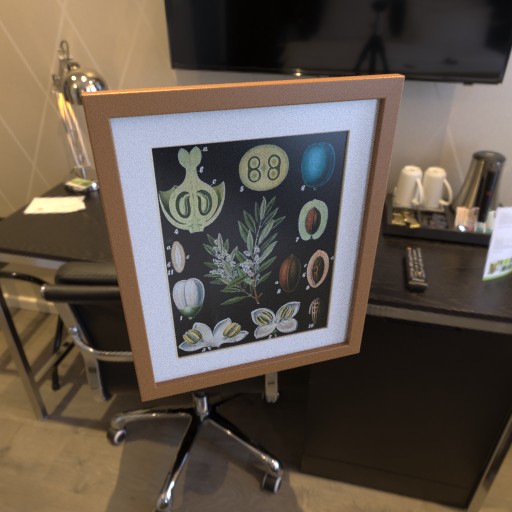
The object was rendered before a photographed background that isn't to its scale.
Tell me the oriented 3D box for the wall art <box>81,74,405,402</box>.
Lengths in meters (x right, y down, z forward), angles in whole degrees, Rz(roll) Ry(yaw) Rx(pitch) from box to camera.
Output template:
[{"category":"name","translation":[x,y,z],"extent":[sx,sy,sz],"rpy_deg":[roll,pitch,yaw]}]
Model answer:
[{"category":"wall art","translation":[0.000,0.000,0.513],"extent":[0.310,0.379,0.015],"rpy_deg":[-9,33,-14]}]
